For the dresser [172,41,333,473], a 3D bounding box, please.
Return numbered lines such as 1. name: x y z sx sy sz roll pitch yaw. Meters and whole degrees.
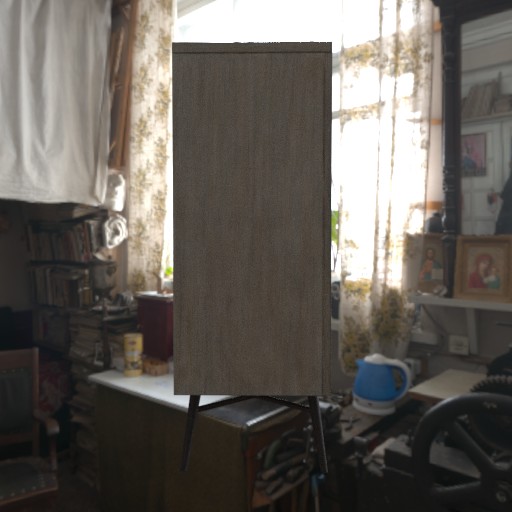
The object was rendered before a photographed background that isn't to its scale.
1. dresser: 0.000 0.000 1.755 0.457 1.219 1.016 0 2 1
